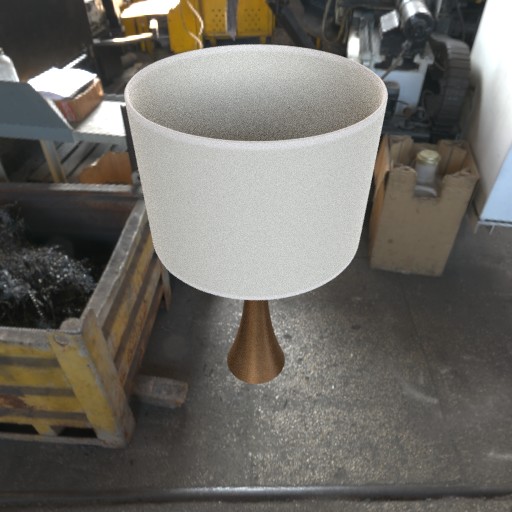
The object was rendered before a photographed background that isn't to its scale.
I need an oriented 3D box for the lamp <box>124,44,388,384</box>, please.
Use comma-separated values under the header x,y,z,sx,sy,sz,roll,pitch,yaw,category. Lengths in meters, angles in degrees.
x,y,z,sx,sy,sz,roll,pitch,yaw,category
0.000,0.000,0.618,0.268,0.479,0.268,-24,47,-25,lamp
